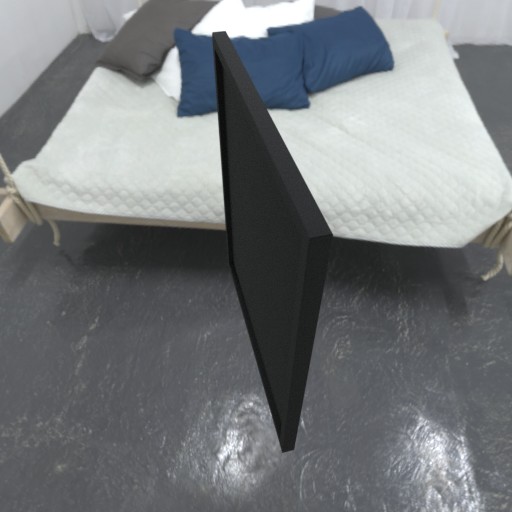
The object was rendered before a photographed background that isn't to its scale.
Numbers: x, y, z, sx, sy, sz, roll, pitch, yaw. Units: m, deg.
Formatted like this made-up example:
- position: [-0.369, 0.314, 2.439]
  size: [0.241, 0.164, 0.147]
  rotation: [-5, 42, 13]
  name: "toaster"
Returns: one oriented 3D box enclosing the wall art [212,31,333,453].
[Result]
- position: [0.000, 0.000, 0.690]
  size: [0.021, 0.508, 0.432]
  rotation: [-11, 49, -10]
  name: "wall art"
